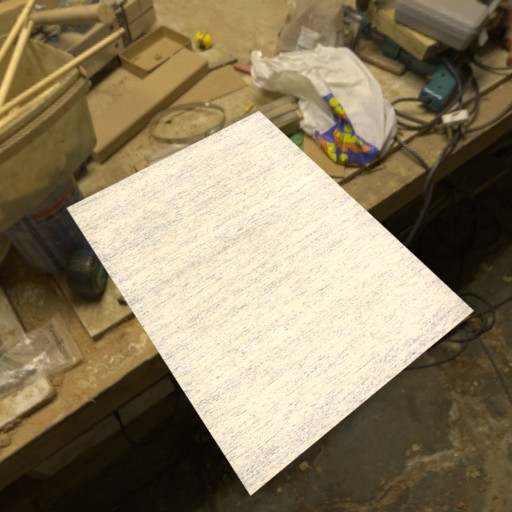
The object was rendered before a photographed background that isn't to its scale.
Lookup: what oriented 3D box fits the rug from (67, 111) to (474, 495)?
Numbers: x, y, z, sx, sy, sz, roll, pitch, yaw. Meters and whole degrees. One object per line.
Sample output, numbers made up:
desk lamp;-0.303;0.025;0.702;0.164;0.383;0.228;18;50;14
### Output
rug;0.000;0.000;4.221;2.438;0.006;3.197;-32;64;-18
